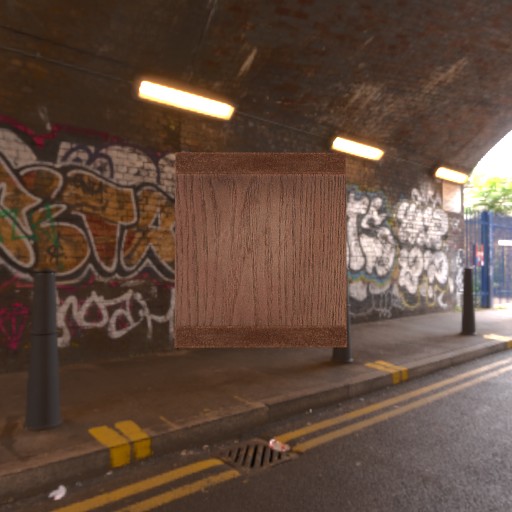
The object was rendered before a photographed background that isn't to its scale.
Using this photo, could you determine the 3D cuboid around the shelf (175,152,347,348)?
[{"bbox_3d":[0.000,0.000,0.691,0.150,0.170,0.610,0,-1,-1],"label":"shelf"}]
